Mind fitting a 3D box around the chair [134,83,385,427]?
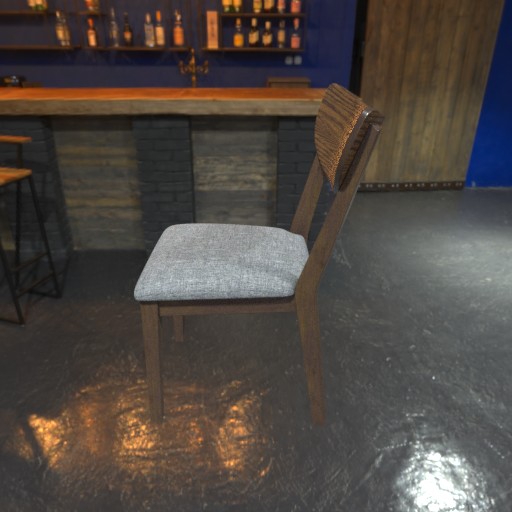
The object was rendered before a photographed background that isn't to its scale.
[{"bbox_3d":[0.000,0.000,1.221,0.583,0.849,0.491,1,27,1],"label":"chair"}]
